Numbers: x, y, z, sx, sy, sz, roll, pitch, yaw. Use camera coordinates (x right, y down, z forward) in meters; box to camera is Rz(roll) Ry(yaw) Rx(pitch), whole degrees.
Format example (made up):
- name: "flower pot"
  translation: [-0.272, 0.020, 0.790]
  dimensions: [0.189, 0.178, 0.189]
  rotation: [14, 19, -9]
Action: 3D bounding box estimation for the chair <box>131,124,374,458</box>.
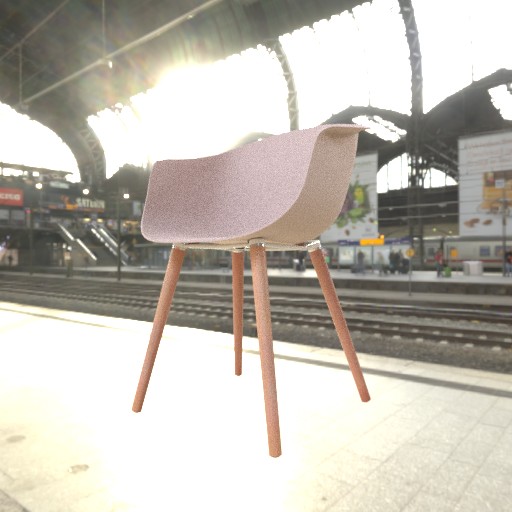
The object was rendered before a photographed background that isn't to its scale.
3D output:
- name: "chair"
  translation: [0.000, 0.000, 1.156]
  dimensions: [0.593, 0.781, 0.504]
  rotation: [0, 0, 36]
